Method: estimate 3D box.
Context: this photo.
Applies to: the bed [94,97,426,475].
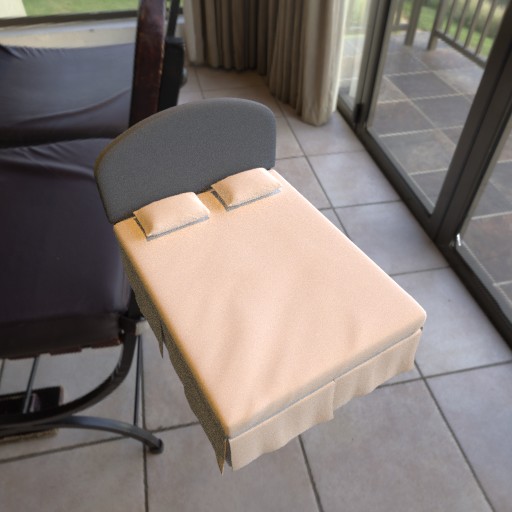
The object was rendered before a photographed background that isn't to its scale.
[{"bbox_3d":[0.000,0.000,3.092,1.607,1.410,2.005,-23,50,-21],"label":"bed"}]
